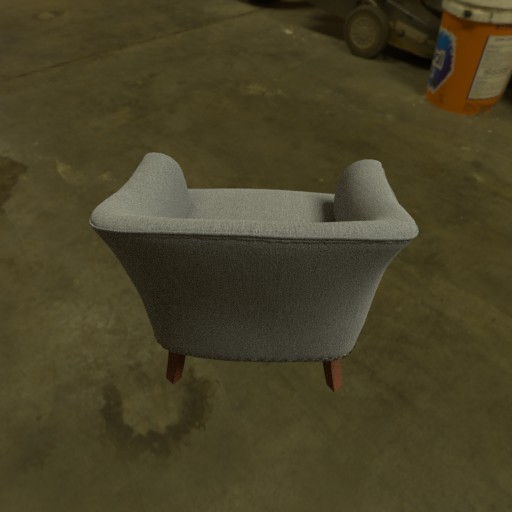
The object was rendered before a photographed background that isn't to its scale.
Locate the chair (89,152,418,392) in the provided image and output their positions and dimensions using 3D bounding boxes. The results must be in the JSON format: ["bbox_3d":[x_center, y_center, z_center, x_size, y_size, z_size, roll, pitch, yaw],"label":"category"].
[{"bbox_3d":[0.000,0.000,1.404,0.798,0.815,0.704,2,45,3],"label":"chair"}]
